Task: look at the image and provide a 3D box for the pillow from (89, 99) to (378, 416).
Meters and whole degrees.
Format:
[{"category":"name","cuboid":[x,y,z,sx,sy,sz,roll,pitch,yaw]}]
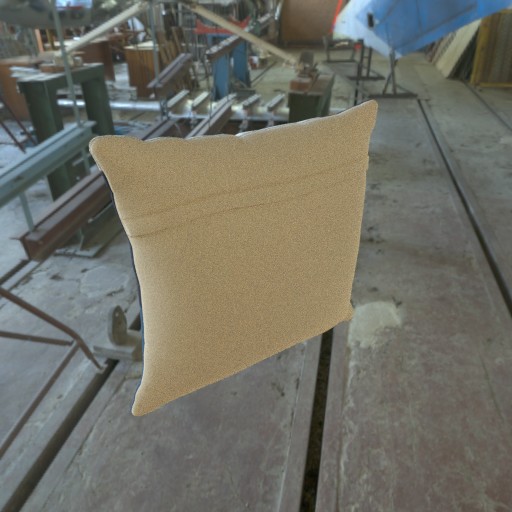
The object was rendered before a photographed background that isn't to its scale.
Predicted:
[{"category":"pillow","cuboid":[0.000,0.000,0.799,0.536,0.506,0.229,-19,36,-28]}]
